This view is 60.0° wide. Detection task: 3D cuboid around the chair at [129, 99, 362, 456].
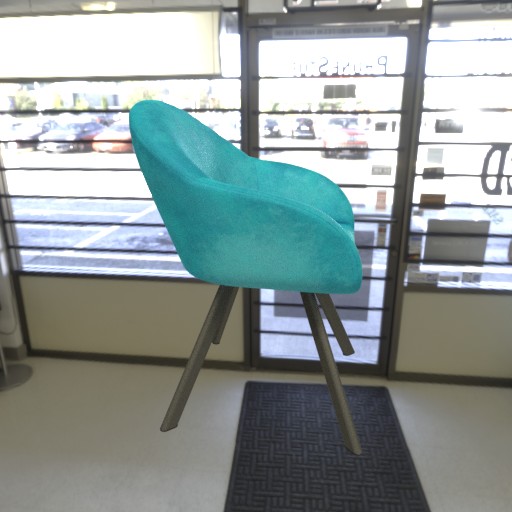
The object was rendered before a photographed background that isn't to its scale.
[{"bbox_3d":[0.000,0.000,1.191,0.590,0.795,0.550,3,18,9],"label":"chair"}]
